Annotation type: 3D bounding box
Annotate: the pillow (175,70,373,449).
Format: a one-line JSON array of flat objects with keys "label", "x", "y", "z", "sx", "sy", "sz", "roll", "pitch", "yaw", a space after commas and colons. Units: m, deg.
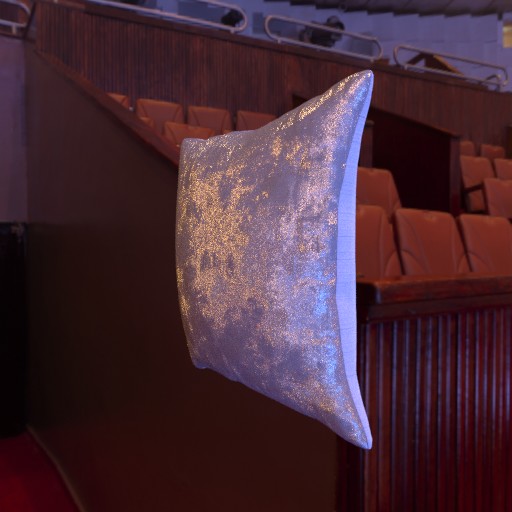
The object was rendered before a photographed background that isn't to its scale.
[{"label": "pillow", "x": 0.000, "y": 0.000, "z": 0.720, "sx": 0.175, "sy": 0.464, "sz": 0.470, "roll": -1, "pitch": 2, "yaw": -36}]
